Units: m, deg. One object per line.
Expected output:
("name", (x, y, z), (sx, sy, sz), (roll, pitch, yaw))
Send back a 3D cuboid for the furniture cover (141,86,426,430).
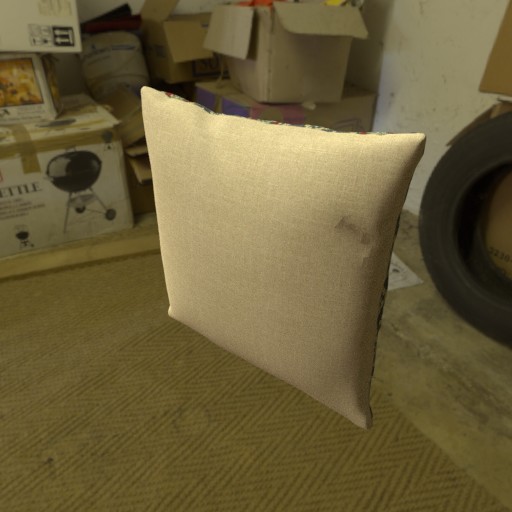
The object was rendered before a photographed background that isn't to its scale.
("furniture cover", (0.000, 0.000, 0.653), (0.431, 0.431, 0.139), (22, 38, 32))
